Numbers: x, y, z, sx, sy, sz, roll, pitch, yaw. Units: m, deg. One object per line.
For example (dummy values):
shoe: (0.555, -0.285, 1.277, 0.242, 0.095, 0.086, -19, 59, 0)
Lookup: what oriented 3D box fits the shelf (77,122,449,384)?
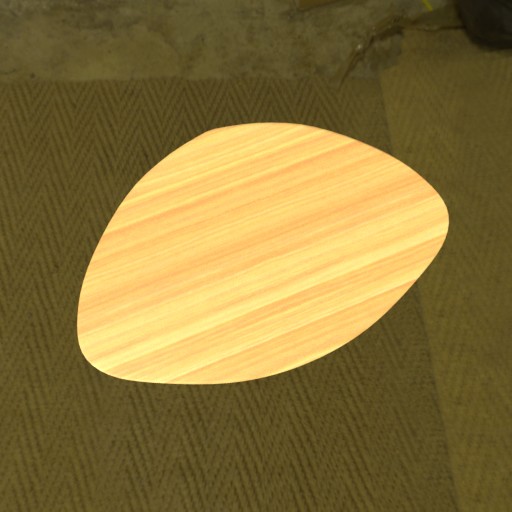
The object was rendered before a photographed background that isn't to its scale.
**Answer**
shelf: (0.000, 0.000, 1.643, 1.246, 0.440, 0.845, -21, 76, -6)
